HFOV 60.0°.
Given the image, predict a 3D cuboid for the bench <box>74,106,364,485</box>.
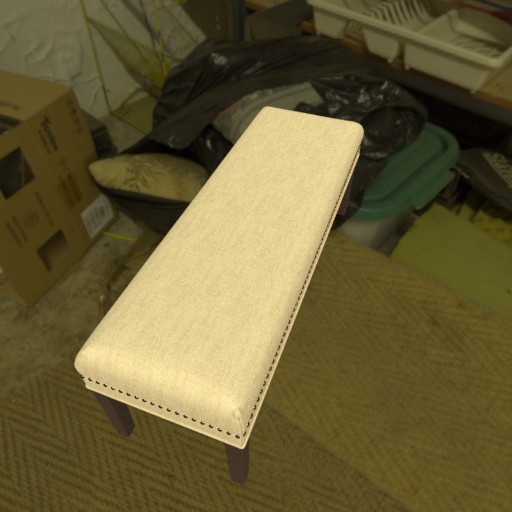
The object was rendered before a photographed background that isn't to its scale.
[{"bbox_3d":[0.000,0.000,1.446,0.410,0.457,1.219,15,48,14],"label":"bench"}]
